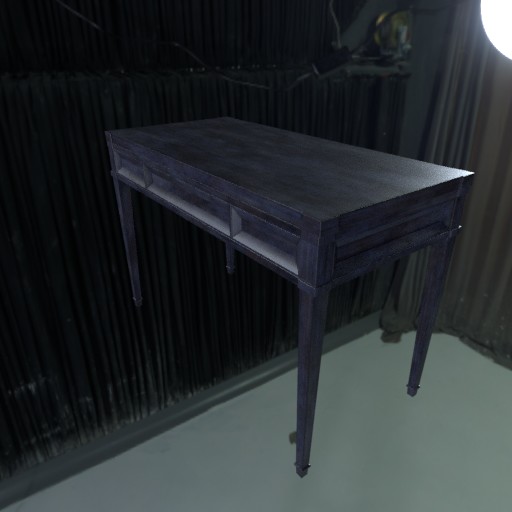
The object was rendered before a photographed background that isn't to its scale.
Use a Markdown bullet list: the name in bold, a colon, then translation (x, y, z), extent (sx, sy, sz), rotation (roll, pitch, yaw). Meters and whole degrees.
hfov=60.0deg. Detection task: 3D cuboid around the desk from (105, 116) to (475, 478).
- **desk**: translation (0.000, 0.000, 1.777), extent (0.630, 0.861, 1.289), rotation (-19, 32, -33)
